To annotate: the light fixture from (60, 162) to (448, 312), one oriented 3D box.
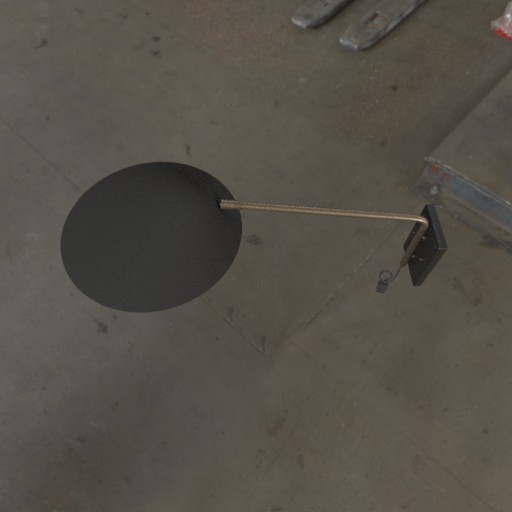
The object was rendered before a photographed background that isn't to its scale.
[{"bbox_3d":[0.000,0.000,0.665,0.516,0.312,0.240,-2,60,-1],"label":"light fixture"}]
